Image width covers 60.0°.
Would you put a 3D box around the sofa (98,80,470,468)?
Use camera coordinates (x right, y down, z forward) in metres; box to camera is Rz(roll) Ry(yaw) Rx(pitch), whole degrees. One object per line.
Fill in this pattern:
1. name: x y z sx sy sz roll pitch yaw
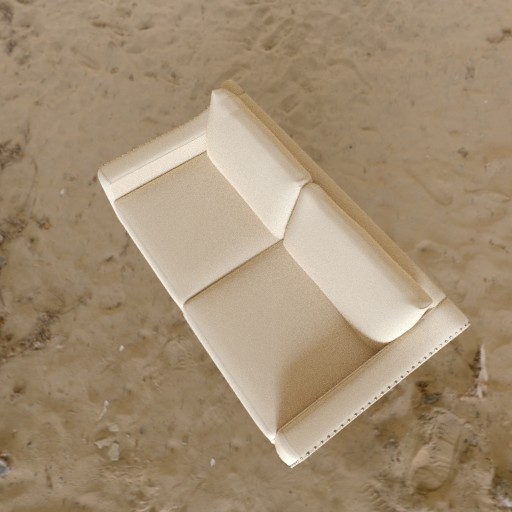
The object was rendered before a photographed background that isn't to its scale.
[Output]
1. sofa: 0.000 0.000 2.320 0.949 0.830 1.812 -32 67 -16
